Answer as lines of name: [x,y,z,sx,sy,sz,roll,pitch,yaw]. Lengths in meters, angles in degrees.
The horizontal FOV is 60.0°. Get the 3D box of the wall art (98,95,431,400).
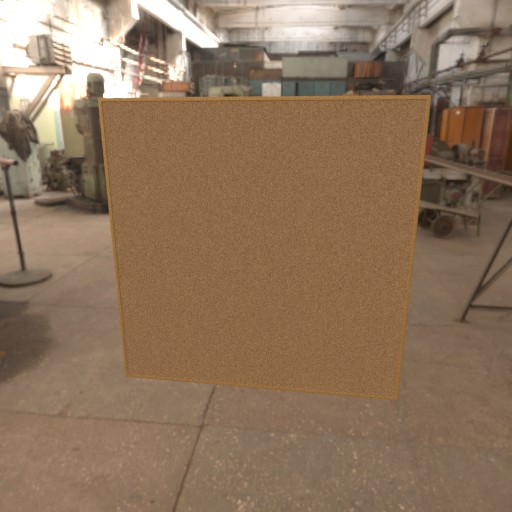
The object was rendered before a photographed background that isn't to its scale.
wall art: [0.000,0.000,0.968,0.657,0.655,0.014,3,17,8]
